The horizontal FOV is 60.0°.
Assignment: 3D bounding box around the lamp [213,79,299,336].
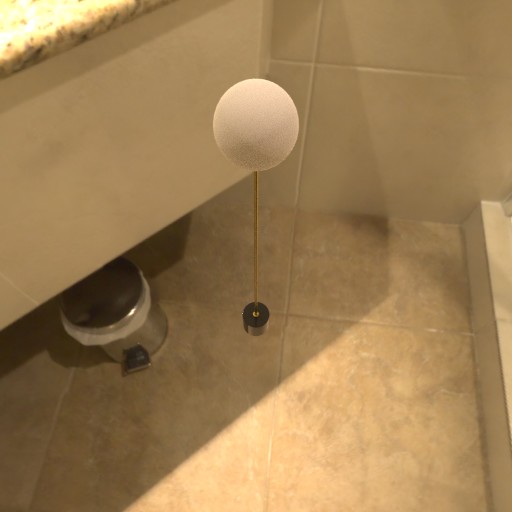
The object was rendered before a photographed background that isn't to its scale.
[{"bbox_3d":[0.000,0.000,1.854,0.229,1.748,0.229,-27,66,-13],"label":"lamp"}]
